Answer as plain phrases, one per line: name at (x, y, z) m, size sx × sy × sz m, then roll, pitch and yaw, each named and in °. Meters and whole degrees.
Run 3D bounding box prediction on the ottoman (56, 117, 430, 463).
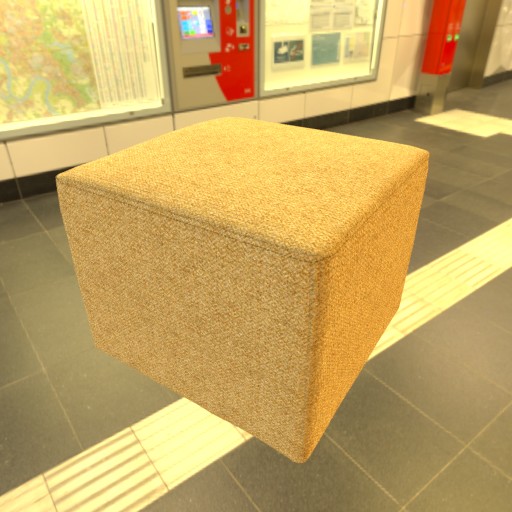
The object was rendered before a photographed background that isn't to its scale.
ottoman at (0.000, 0.000, 0.903) m, size 0.512 × 0.441 × 0.505 m, roll 19°, pitch 36°, yaw 28°
